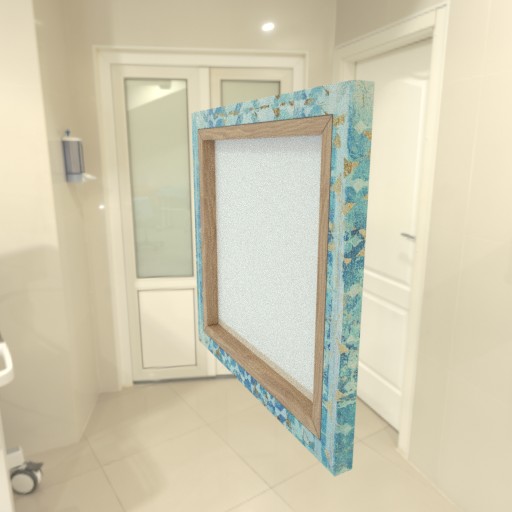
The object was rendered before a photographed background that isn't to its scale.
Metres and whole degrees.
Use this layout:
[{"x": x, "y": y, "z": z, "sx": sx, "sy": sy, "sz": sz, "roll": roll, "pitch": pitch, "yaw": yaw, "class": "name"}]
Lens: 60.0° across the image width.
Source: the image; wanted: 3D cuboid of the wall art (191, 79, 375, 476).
[{"x": 0.000, "y": 0.000, "z": 0.921, "sx": 0.040, "sy": 0.609, "sz": 0.609, "roll": -7, "pitch": 15, "yaw": -27, "class": "wall art"}]
